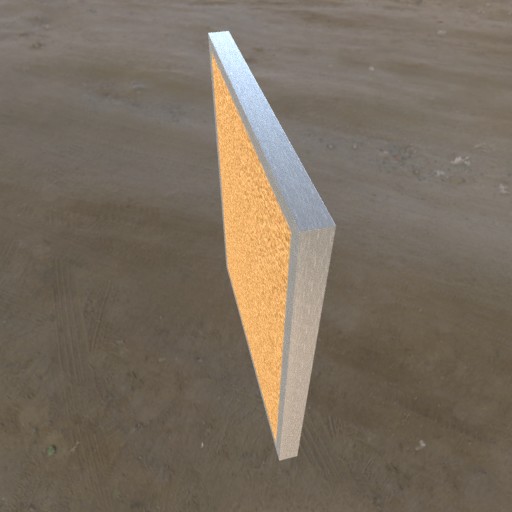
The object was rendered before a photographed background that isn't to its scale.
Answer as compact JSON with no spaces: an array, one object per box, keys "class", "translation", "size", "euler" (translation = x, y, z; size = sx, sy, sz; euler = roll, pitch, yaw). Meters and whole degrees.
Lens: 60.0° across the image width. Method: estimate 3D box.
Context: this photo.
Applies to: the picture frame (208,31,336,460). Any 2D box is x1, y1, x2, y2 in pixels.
[{"class":"picture frame","translation":[0.000,0.000,0.512],"size":[0.027,0.378,0.327],"euler":[-10,47,-10]}]
